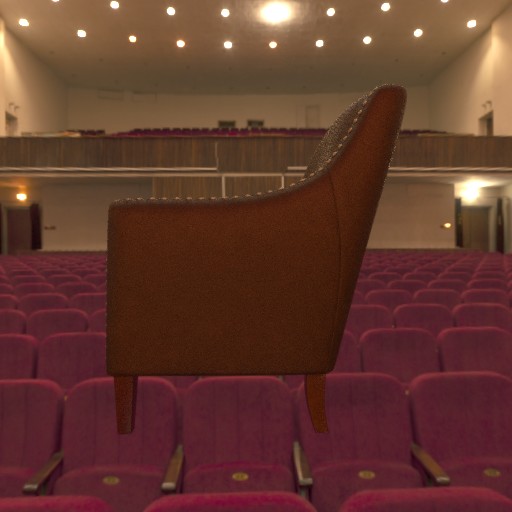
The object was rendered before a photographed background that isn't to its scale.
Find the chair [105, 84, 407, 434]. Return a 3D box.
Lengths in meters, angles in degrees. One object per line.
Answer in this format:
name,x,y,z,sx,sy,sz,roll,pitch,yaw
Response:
chair,0.000,0.000,1.307,0.704,0.813,0.639,0,0,-1
